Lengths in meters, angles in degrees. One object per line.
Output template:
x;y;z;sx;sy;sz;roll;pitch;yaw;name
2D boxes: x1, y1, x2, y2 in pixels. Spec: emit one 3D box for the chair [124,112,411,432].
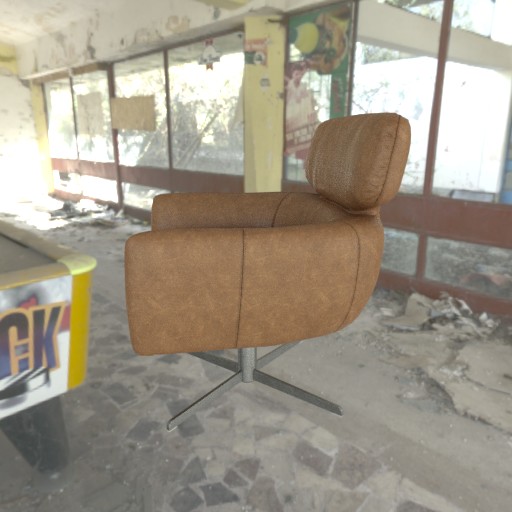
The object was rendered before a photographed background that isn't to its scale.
0.000;0.000;1.320;0.715;0.812;0.706;-2;15;-7;chair
